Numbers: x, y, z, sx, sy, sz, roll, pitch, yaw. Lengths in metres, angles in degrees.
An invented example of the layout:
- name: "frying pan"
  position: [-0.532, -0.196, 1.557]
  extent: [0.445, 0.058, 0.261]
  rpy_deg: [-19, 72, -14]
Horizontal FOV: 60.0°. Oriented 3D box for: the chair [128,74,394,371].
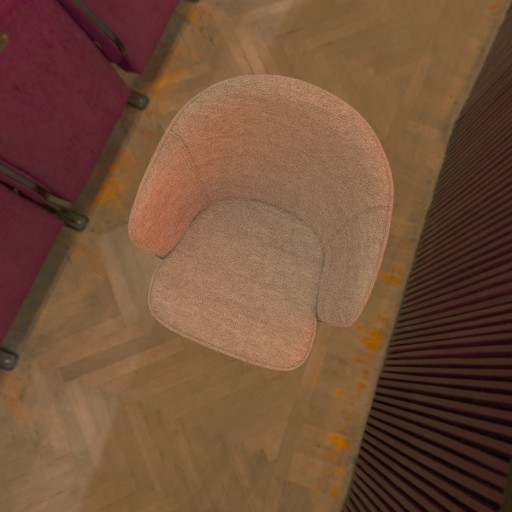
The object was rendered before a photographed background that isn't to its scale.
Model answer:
- name: "chair"
  position: [0.000, 0.000, 1.171]
  extent: [0.540, 0.800, 0.530]
  rpy_deg: [21, 77, 5]
